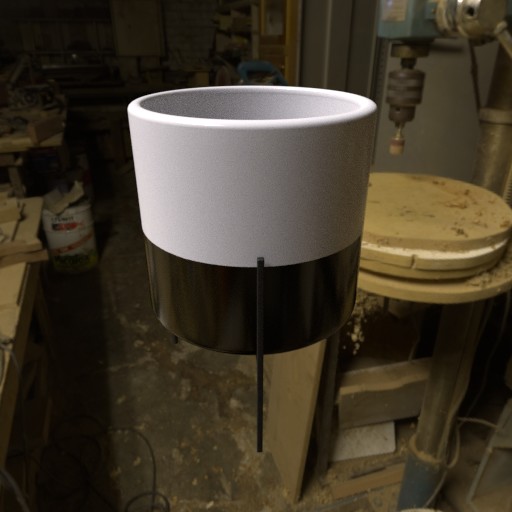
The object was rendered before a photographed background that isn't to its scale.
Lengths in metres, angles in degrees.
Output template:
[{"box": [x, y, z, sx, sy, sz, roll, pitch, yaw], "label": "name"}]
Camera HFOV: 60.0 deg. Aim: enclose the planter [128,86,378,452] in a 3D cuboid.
[{"box": [0.000, 0.000, 0.643, 0.310, 0.432, 0.310, -8, 28, -16], "label": "planter"}]
